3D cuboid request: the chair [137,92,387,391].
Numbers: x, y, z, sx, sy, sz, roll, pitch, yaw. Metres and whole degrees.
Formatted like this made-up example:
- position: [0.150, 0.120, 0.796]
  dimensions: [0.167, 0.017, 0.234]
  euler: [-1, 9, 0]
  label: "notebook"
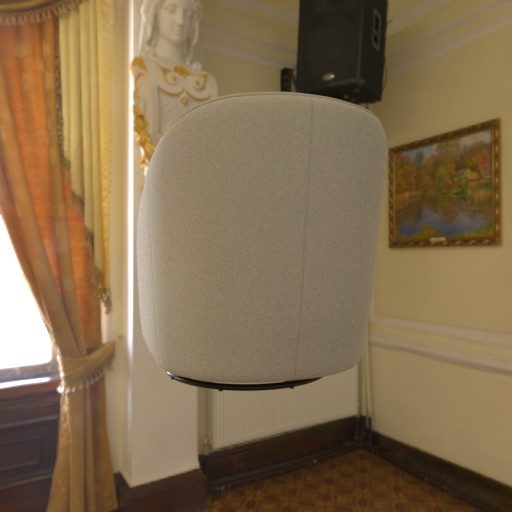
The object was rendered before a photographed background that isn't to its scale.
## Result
- position: [0.000, 0.000, 1.492]
  dimensions: [0.747, 0.799, 0.875]
  euler: [0, 0, -19]
  label: "chair"
